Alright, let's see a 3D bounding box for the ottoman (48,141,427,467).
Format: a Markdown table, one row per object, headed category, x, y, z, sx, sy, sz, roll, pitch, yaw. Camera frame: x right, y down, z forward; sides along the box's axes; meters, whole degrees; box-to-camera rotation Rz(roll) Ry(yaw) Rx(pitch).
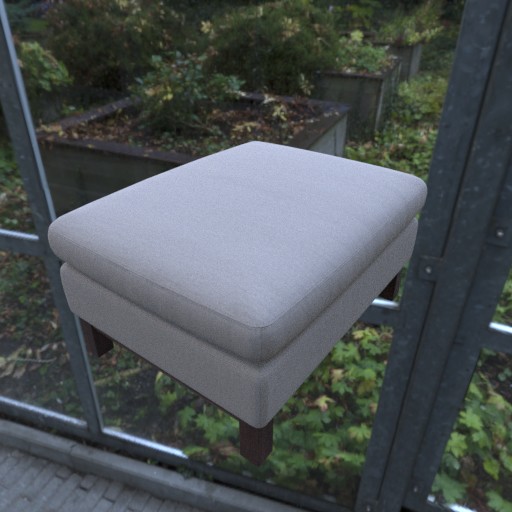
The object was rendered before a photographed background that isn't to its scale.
| category | x | y | z | sx | sy | sz | roll | pitch | yaw |
| --- | --- | --- | --- | --- | --- | --- | --- | --- | --- |
| ottoman | 0.000 | 0.000 | 1.135 | 0.606 | 0.420 | 0.771 | 21 | 37 | 31 |
